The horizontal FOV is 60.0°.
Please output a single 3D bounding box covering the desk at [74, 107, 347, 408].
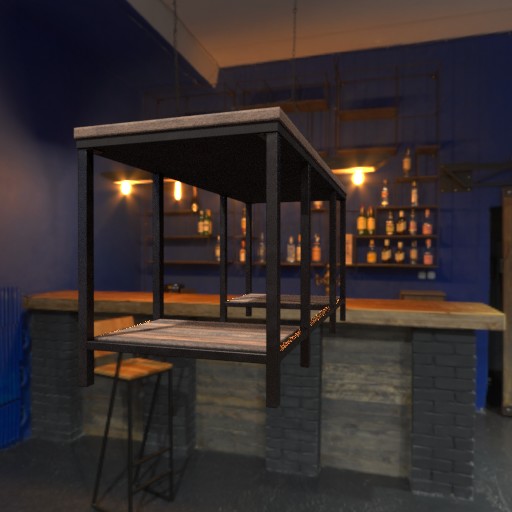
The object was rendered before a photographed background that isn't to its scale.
[{"bbox_3d":[0.000,0.000,1.929,0.617,0.753,1.538,0,0,18],"label":"desk"}]
